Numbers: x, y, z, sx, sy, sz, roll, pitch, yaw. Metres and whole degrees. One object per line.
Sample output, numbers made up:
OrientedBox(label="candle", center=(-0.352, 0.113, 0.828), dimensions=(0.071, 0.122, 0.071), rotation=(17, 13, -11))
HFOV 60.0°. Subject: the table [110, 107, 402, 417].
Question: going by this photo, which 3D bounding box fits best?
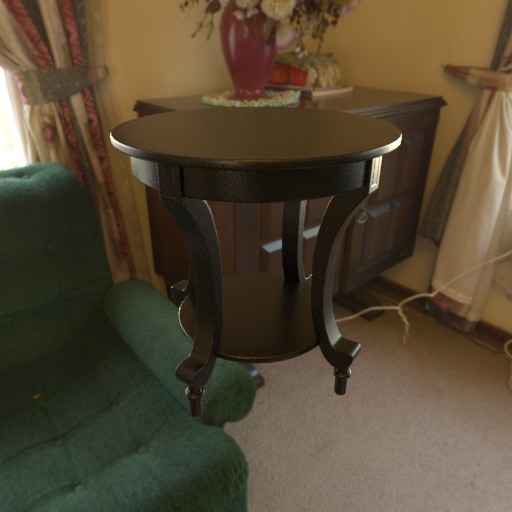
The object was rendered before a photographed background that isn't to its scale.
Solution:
OrientedBox(label="table", center=(0.000, 0.000, 1.080), dimensions=(0.597, 0.618, 0.597), rotation=(0, 26, 0))
